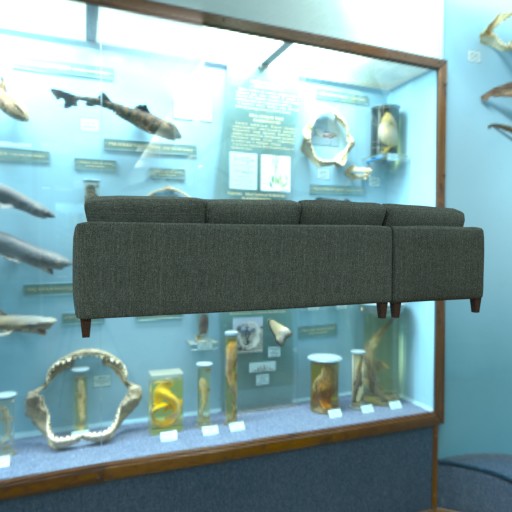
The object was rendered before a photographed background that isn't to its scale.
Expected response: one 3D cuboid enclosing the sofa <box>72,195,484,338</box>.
[{"bbox_3d":[0.000,0.000,4.461,3.302,0.947,2.593,-1,2,-19],"label":"sofa"}]
